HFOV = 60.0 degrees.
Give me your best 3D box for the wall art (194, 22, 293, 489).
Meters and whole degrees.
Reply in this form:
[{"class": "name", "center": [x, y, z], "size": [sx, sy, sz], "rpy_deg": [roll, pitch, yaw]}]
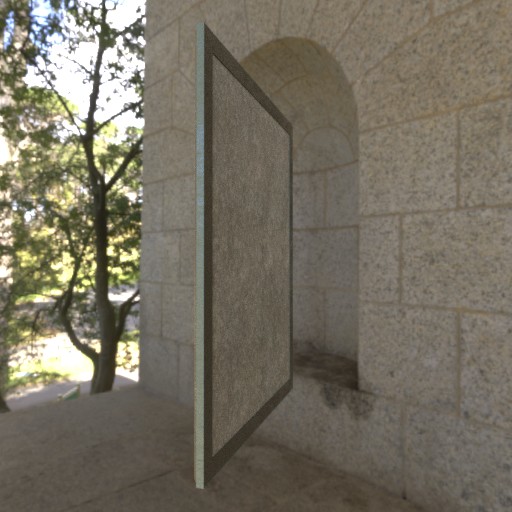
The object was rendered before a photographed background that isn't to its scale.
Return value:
[{"class": "wall art", "center": [0.000, 0.000, 1.301], "size": [0.030, 0.983, 0.767], "rpy_deg": [0, 0, 19]}]
